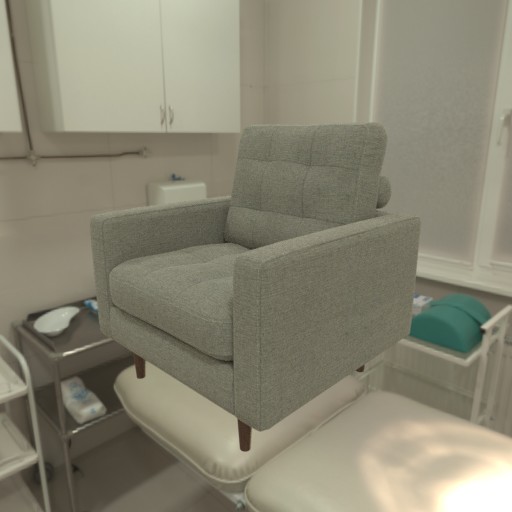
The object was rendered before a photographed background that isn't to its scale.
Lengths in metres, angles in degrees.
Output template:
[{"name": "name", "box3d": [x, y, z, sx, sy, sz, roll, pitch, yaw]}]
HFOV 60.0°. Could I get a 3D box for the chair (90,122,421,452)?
[{"name": "chair", "box3d": [0.000, 0.000, 1.524, 0.821, 0.880, 0.843, 15, 21, 42]}]
